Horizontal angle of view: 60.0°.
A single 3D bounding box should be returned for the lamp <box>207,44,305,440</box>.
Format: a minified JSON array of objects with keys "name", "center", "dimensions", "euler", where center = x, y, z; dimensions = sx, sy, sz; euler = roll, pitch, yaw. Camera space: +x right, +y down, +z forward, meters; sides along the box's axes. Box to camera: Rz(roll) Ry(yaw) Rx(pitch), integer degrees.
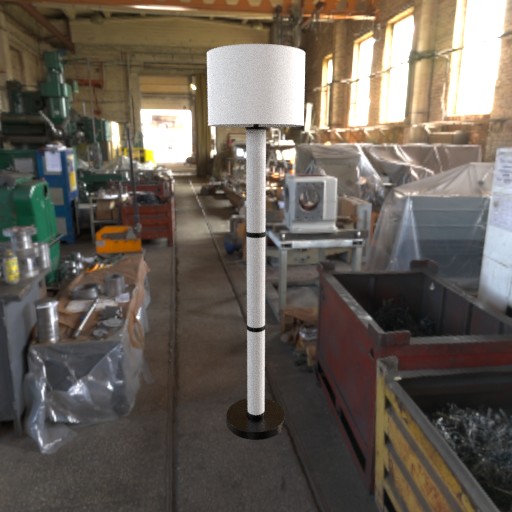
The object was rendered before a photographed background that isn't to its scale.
[{"name":"lamp","center":[0.000,0.000,1.888],"dimensions":[0.377,1.599,0.377],"euler":[-13,19,-42]}]
